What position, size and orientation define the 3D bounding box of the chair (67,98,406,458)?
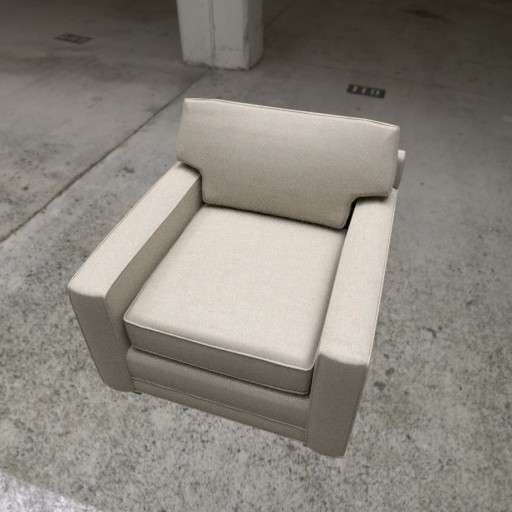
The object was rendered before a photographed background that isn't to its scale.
[{"bbox_3d":[0.000,0.000,1.785,0.998,0.913,1.043,12,43,13],"label":"chair"}]
